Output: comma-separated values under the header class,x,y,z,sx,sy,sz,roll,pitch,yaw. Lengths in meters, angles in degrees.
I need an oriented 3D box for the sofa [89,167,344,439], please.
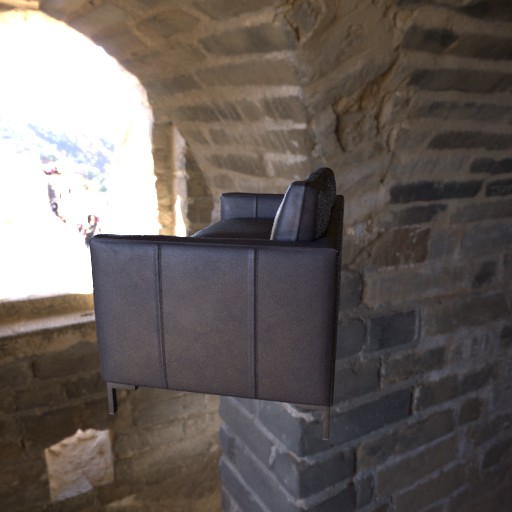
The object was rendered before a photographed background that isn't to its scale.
class,x,y,z,sx,sy,sz,roll,pitch,yaw
sofa,0.000,0.000,2.335,0.947,0.883,1.805,2,13,9
